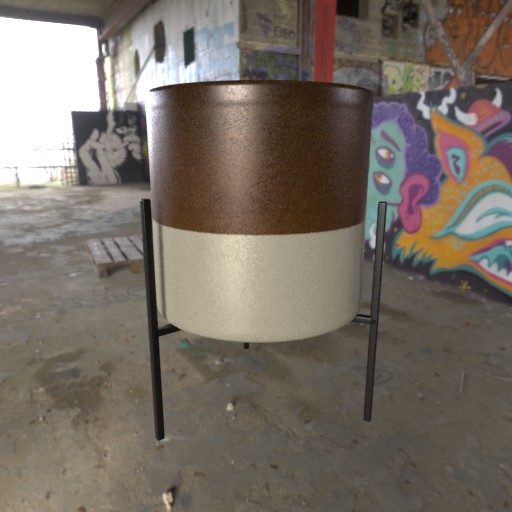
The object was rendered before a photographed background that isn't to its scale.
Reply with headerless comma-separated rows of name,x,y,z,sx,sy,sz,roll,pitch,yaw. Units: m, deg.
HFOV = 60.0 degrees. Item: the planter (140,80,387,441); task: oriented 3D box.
planter,0.000,0.000,0.547,0.255,0.375,0.269,-2,15,-9
